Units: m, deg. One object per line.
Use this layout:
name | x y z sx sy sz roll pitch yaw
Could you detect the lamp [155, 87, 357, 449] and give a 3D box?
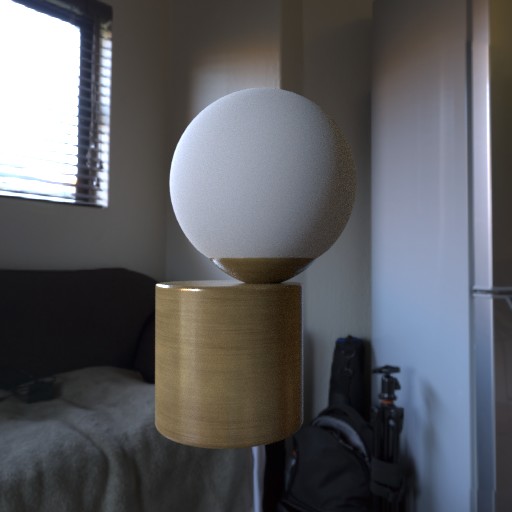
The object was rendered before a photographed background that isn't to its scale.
lamp | 0.000 0.000 0.342 0.152 0.250 0.141 0 -1 1
